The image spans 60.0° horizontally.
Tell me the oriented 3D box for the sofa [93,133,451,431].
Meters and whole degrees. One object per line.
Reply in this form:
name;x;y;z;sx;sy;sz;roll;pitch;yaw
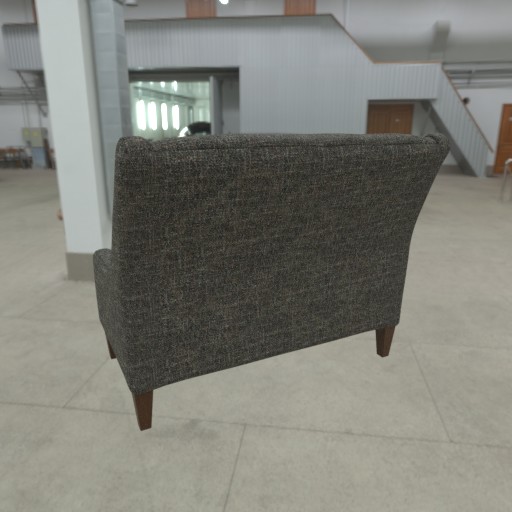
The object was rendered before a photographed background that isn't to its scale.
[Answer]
sofa;0.000;0.000;1.892;1.242;1.021;0.870;-8;18;-26
